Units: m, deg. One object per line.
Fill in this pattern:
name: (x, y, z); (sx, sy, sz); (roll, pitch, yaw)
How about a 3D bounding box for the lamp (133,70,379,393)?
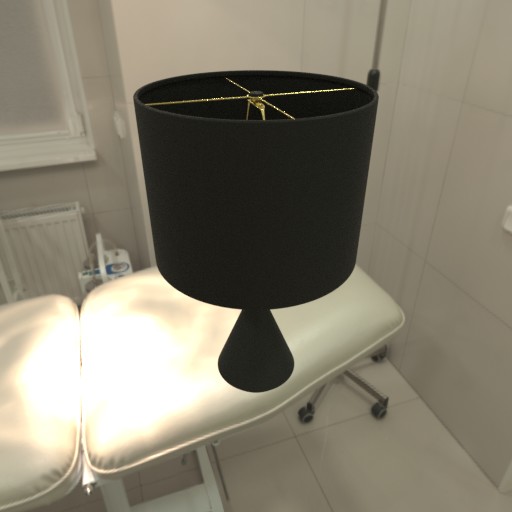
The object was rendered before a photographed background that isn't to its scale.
lamp: (0.000, 0.000, 0.816); (0.359, 0.584, 0.359); (-11, 33, -17)
